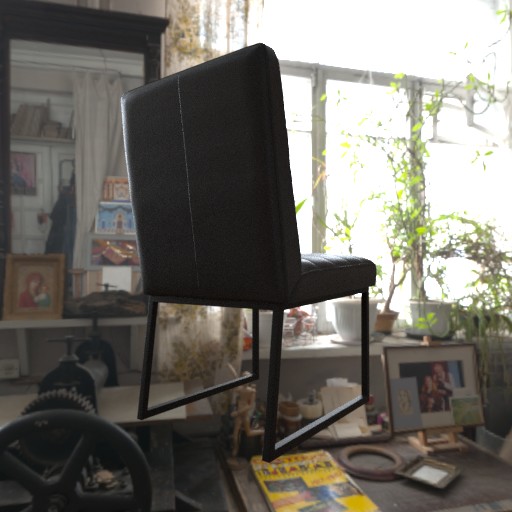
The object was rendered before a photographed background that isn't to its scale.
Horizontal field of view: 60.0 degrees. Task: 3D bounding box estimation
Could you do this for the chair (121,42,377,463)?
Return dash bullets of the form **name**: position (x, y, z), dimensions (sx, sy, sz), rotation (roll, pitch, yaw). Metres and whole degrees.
- **chair**: position (0.000, 0.000, 1.333), dimensions (0.520, 0.930, 0.634), rotation (-1, -1, 37)
